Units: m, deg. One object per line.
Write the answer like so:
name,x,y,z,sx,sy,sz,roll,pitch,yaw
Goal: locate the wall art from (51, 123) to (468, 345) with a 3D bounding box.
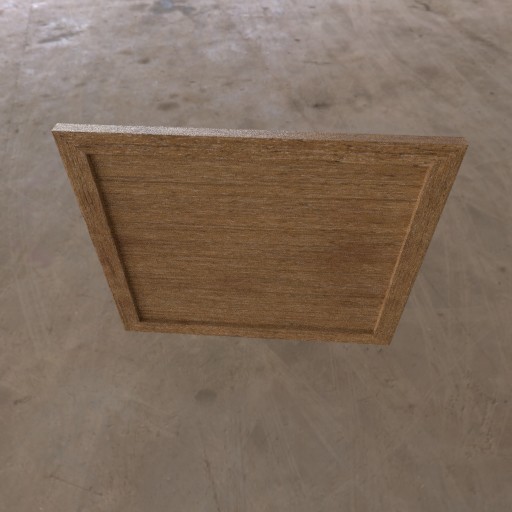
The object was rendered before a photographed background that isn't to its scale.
wall art,0.000,0.000,0.951,0.690,0.588,0.026,3,46,3
